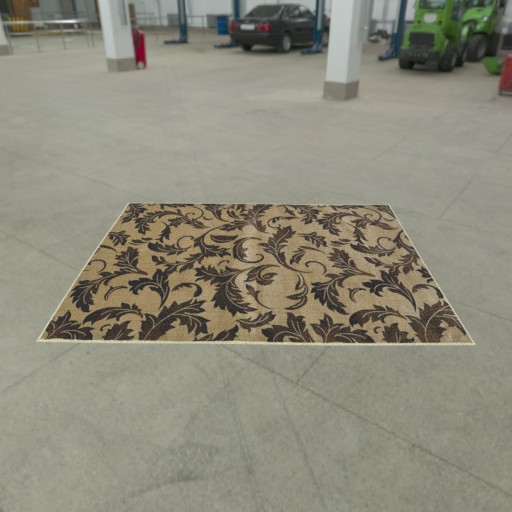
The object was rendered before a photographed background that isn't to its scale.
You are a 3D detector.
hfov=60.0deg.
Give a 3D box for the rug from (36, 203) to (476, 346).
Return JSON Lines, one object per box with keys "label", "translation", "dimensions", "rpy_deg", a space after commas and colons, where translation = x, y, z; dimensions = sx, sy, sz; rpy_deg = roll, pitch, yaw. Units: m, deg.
{"label": "rug", "translation": [0.000, 0.000, 4.004], "dimensions": [2.977, 0.008, 2.380], "rpy_deg": [0, 30, 1]}
